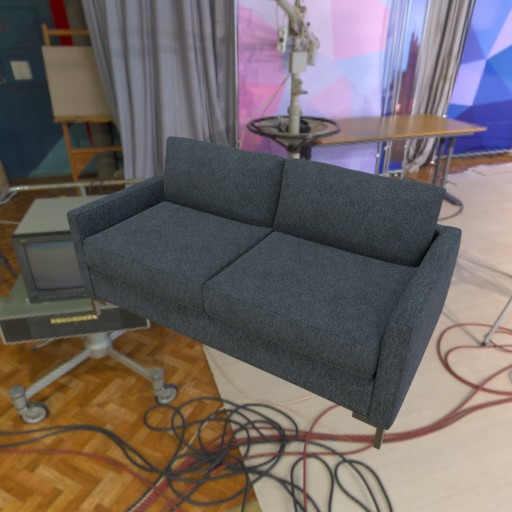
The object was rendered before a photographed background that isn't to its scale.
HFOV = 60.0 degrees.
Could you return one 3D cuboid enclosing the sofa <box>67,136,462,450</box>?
[{"bbox_3d":[0.000,0.000,2.181,1.716,0.862,0.866,17,34,27],"label":"sofa"}]
